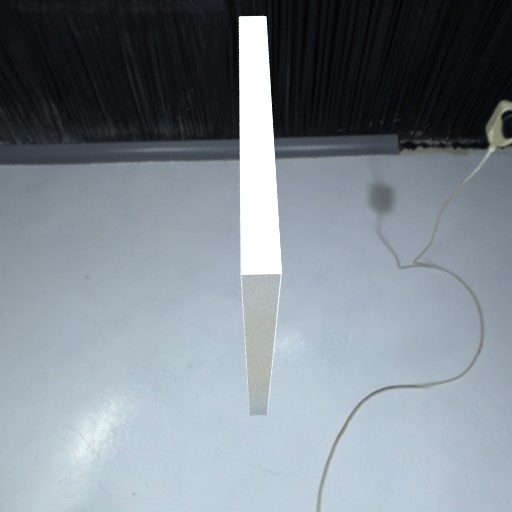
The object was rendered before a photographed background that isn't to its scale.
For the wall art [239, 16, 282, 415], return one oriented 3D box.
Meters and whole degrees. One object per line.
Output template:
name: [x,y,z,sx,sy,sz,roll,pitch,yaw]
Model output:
wall art: [0.000,0.000,0.771,0.038,0.611,0.408,-1,59,-1]
